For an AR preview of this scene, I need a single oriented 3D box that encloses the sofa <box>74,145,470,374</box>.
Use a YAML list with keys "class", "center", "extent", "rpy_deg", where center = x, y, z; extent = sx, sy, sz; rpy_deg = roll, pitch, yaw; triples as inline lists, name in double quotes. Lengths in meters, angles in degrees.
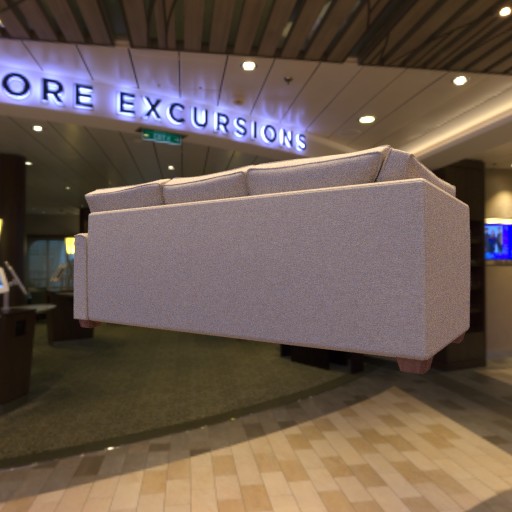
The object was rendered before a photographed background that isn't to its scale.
- class: "sofa"
  center: [0.000, 0.000, 2.784]
  extent: [2.317, 0.962, 1.061]
  rpy_deg: [-1, -1, 35]
